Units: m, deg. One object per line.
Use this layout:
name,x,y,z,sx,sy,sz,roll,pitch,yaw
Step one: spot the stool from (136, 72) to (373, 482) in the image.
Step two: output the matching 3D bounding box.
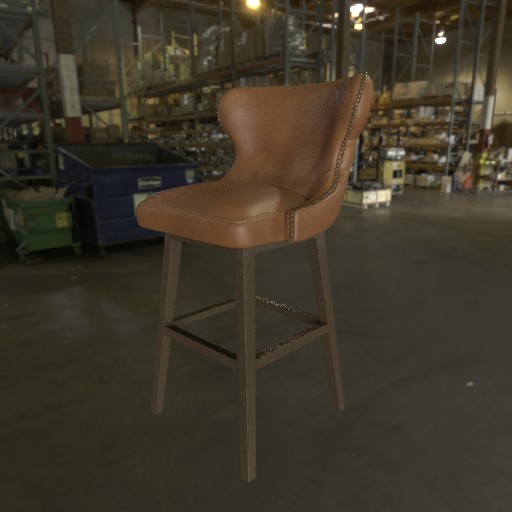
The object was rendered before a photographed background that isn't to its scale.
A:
stool,0.000,0.000,1.416,0.591,1.087,0.606,14,20,42
